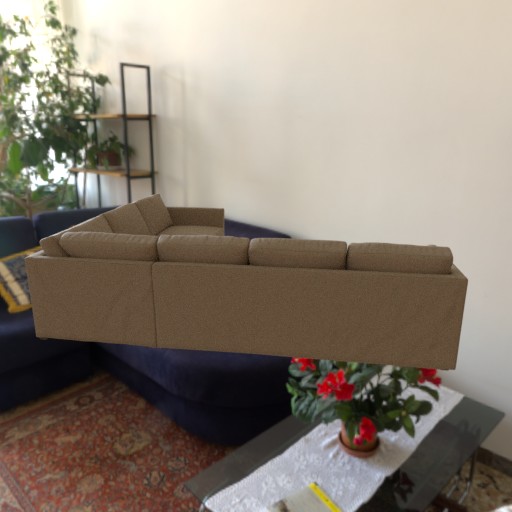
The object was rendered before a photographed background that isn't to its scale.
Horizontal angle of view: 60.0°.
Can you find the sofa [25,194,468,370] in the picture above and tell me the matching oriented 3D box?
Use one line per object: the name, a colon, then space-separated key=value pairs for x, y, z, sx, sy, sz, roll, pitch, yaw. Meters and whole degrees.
sofa: x=0.000 y=0.000 z=4.308 sx=3.182 sy=0.871 sz=2.432 roll=2 pitch=16 yaw=9
